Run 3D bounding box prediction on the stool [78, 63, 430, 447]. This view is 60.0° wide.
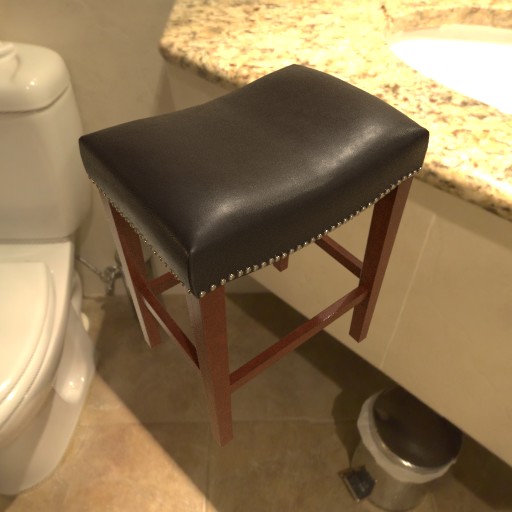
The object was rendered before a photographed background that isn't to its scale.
[{"bbox_3d":[0.000,0.000,0.972,0.504,0.654,0.372,-29,53,-25],"label":"stool"}]
